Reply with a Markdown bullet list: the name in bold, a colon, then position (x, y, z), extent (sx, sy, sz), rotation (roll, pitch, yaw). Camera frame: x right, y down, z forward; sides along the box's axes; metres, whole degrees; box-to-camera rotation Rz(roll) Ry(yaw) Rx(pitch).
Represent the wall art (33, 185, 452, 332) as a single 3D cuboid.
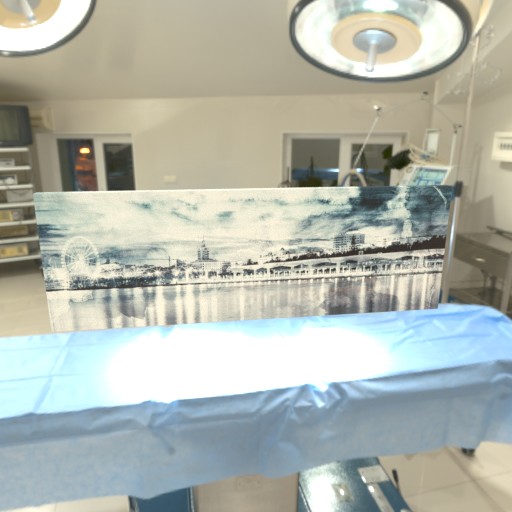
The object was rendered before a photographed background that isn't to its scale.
- **wall art**: position (0.000, 0.000, 1.684), extent (1.524, 0.509, 0.037), rotation (-2, 16, -8)
